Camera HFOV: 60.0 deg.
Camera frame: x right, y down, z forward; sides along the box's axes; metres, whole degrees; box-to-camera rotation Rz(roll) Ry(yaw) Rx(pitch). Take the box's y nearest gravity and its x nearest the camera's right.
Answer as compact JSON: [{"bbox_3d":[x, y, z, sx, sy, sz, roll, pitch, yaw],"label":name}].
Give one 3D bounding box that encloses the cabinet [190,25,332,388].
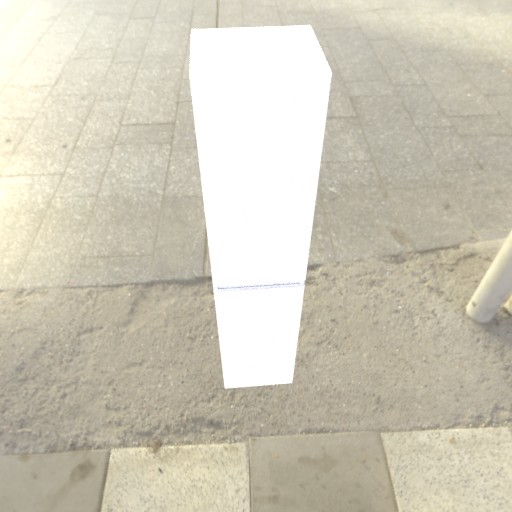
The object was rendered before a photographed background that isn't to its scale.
[{"bbox_3d":[0.000,0.000,1.535,0.300,1.400,0.269,-4,47,-3],"label":"cabinet"}]
